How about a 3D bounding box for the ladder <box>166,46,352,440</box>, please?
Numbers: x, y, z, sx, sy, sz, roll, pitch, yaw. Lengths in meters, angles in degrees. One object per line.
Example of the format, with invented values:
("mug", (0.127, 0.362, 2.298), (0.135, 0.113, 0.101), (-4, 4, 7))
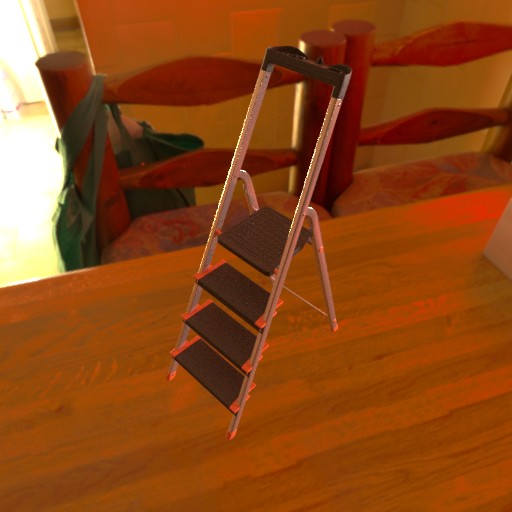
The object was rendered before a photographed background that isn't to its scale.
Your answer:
("ladder", (0.000, 0.000, 1.793), (0.452, 1.429, 0.834), (34, 54, 28))
